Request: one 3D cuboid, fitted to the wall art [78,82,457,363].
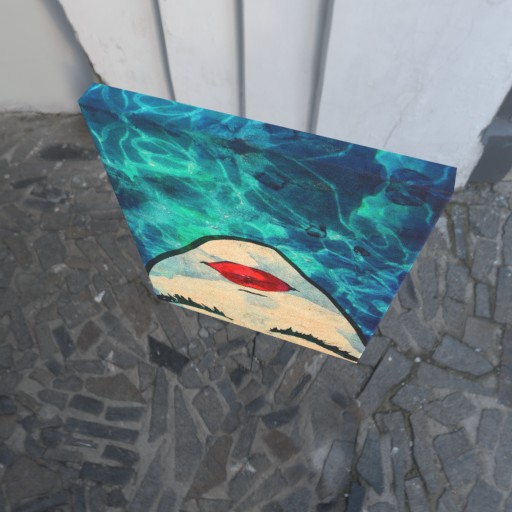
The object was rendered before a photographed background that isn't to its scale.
[{"bbox_3d":[0.000,0.000,0.705,0.432,0.508,0.038,16,59,10],"label":"wall art"}]
